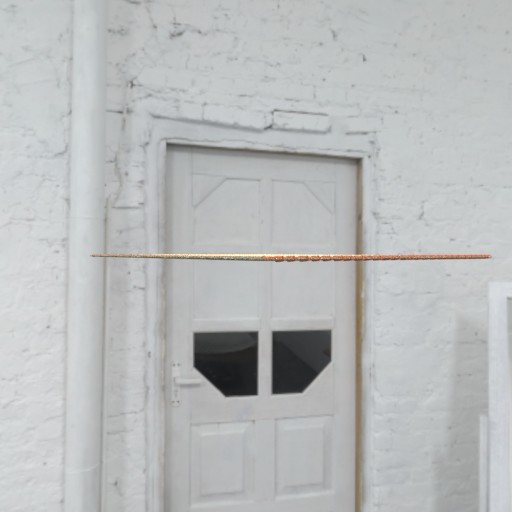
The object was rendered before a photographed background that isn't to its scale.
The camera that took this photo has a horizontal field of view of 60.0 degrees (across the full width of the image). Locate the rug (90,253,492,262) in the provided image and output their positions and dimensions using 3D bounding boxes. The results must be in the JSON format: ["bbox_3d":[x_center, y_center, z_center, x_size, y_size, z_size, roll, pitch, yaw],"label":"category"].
[{"bbox_3d":[0.000,0.000,2.302,1.220,0.019,1.838,0,1,-35],"label":"rug"}]
